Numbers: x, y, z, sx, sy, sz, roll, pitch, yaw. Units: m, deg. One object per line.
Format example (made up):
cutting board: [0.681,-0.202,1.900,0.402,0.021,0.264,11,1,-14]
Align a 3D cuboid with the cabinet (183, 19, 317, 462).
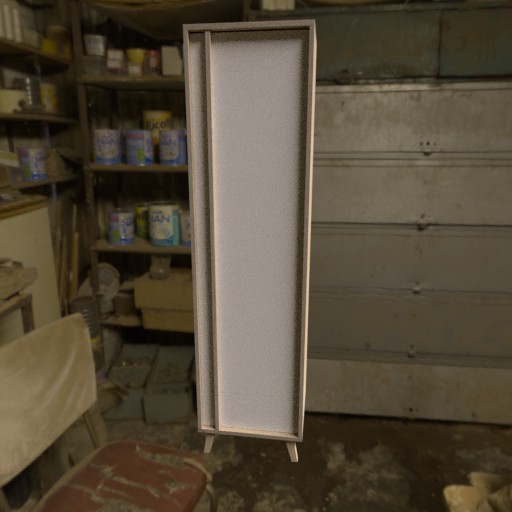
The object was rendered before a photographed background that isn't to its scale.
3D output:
cabinet: [0.000,0.000,2.153,0.510,1.960,0.450,2,15,8]
